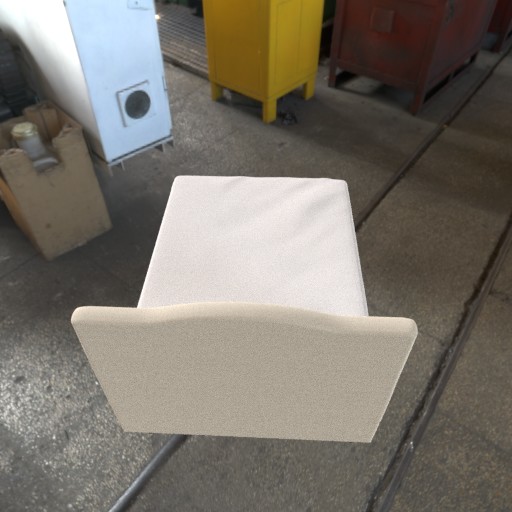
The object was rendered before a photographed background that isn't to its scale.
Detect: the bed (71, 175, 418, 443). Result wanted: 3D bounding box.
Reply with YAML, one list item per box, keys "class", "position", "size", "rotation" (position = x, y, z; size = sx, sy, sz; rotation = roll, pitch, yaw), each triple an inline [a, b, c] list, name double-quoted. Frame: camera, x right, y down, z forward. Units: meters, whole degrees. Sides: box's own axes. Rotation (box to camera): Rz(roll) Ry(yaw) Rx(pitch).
- class: "bed"
  position: [0.000, 0.000, 3.321]
  size: [1.741, 1.449, 2.196]
  rotation: [2, 46, 2]
